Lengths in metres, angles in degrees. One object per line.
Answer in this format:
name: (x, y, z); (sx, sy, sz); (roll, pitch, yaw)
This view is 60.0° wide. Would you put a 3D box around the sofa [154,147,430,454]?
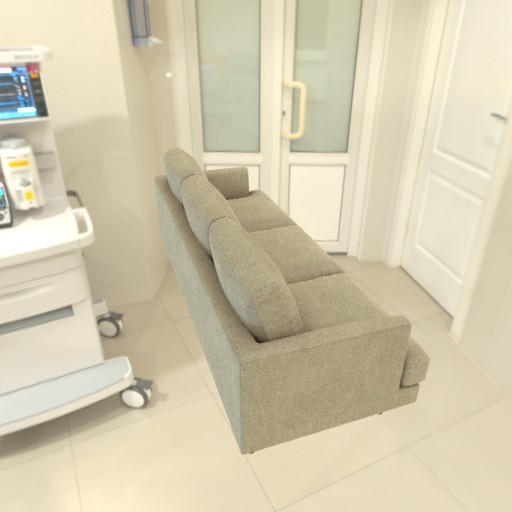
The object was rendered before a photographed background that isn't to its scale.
sofa: (0.000, 0.000, 2.748); (0.903, 0.930, 2.246); (-10, 30, -17)
